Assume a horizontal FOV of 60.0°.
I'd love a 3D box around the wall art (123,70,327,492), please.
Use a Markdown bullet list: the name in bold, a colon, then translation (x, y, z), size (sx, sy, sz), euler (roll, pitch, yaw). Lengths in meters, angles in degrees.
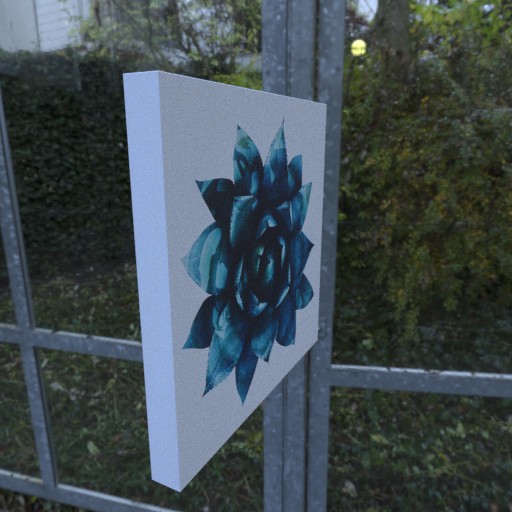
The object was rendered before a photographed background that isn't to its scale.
- **wall art**: translation (0.000, 0.000, 0.589), size (0.038, 0.406, 0.406), euler (8, 17, 27)
